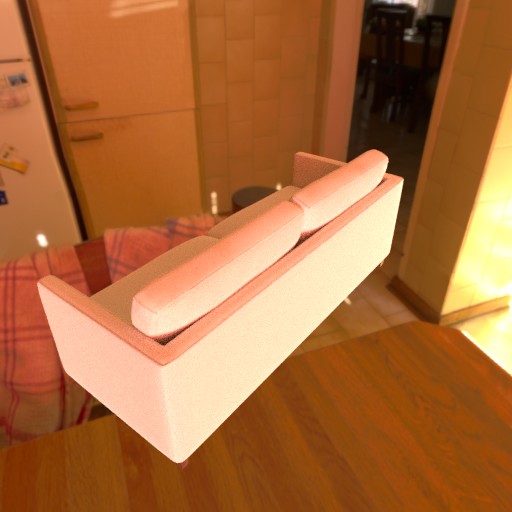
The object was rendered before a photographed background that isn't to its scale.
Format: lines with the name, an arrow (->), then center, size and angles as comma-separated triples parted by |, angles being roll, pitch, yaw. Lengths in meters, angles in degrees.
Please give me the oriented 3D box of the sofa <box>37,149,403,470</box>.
sofa -> 0.000, 0.000, 2.837 | 0.951, 0.962, 2.361 | 23, 39, 31
